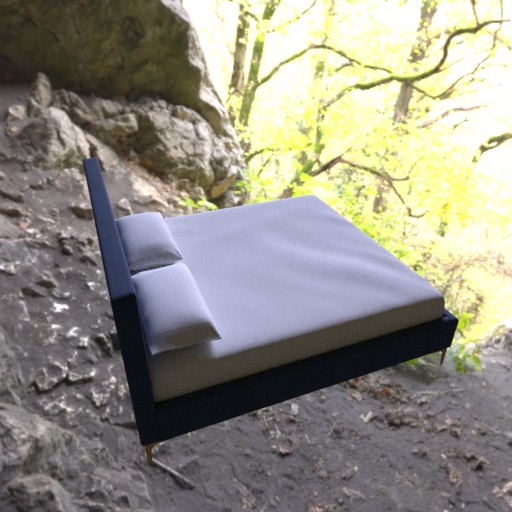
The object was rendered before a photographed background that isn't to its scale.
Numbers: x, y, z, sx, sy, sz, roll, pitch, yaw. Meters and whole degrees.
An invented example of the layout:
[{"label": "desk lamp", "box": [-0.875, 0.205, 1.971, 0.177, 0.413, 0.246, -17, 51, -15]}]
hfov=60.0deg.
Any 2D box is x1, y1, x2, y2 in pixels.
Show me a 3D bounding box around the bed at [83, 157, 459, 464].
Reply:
[{"label": "bed", "box": [0.000, 0.000, 3.468, 2.232, 1.231, 2.096, -12, 33, -18]}]
